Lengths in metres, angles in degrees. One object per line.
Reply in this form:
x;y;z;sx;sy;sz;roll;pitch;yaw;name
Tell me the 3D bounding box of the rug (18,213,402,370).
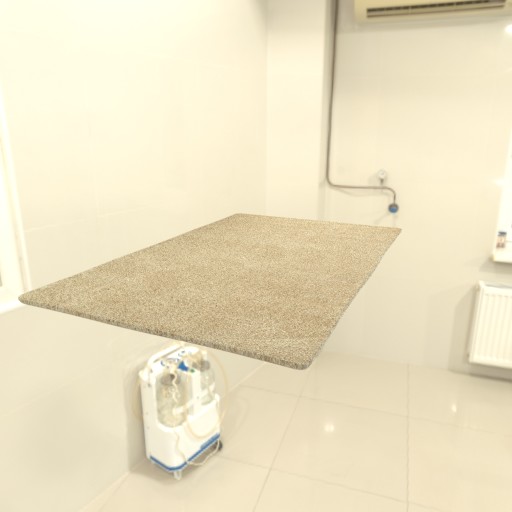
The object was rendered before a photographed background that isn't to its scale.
0.000;0.000;2.866;1.500;0.025;2.349;8;18;24;rug
